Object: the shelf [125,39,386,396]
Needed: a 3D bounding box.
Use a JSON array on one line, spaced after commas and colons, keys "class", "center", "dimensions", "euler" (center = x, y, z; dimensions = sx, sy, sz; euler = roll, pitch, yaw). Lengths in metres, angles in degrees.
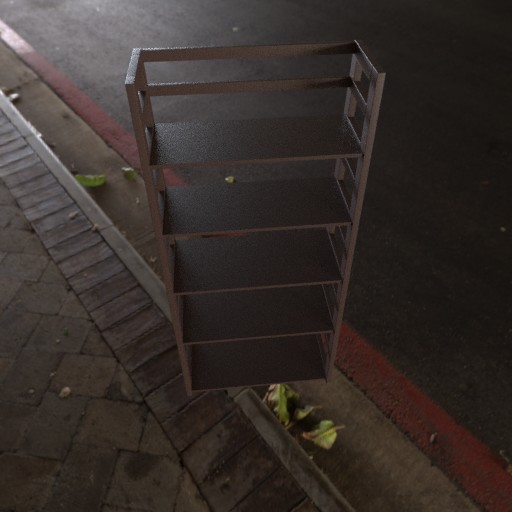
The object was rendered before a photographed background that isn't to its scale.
[{"class": "shelf", "center": [0.000, 0.000, 1.900], "dimensions": [0.763, 1.600, 0.403], "euler": [-4, 46, -4]}]
